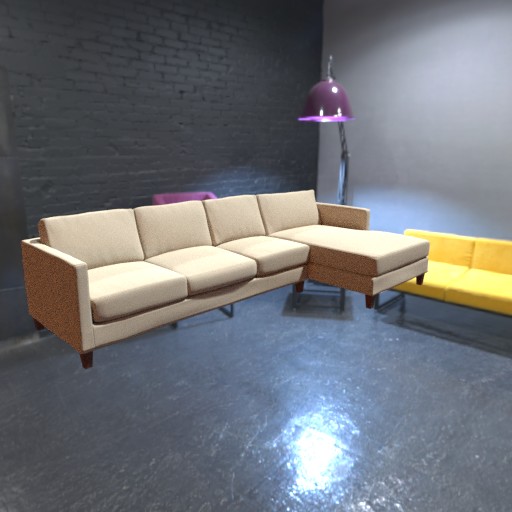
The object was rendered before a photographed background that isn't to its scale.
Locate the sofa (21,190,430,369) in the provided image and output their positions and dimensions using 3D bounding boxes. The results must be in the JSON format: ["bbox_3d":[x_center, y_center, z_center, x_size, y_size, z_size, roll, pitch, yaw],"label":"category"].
[{"bbox_3d":[0.000,0.000,3.756,3.186,0.861,1.625,-14,20,-43],"label":"sofa"}]
